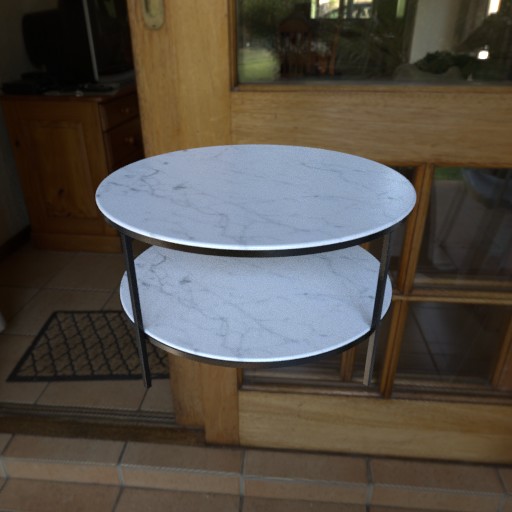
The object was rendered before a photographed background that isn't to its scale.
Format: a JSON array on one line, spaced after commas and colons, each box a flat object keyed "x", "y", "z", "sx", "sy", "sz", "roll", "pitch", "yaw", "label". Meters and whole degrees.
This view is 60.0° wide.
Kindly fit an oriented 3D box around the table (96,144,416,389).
[{"x": 0.000, "y": 0.000, "z": 1.263, "sx": 0.800, "sy": 0.450, "sz": 0.800, "roll": 0, "pitch": 27, "yaw": 0, "label": "table"}]
